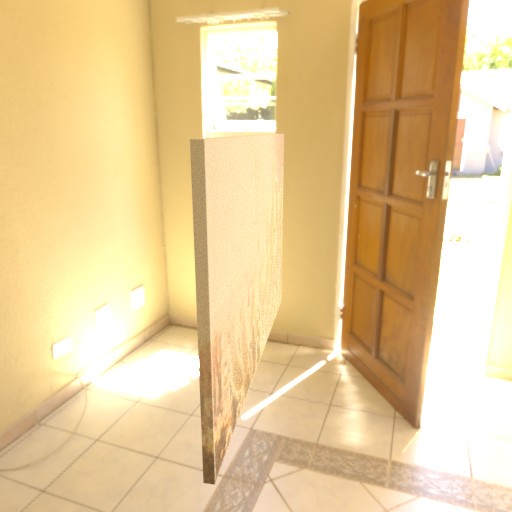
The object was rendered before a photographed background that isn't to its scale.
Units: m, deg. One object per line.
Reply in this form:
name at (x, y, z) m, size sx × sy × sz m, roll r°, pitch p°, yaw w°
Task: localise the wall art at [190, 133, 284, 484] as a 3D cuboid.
wall art at (0.000, 0.000, 1.924) m, size 0.038 × 1.012 × 1.525 m, roll 3°, pitch 16°, yaw 10°
